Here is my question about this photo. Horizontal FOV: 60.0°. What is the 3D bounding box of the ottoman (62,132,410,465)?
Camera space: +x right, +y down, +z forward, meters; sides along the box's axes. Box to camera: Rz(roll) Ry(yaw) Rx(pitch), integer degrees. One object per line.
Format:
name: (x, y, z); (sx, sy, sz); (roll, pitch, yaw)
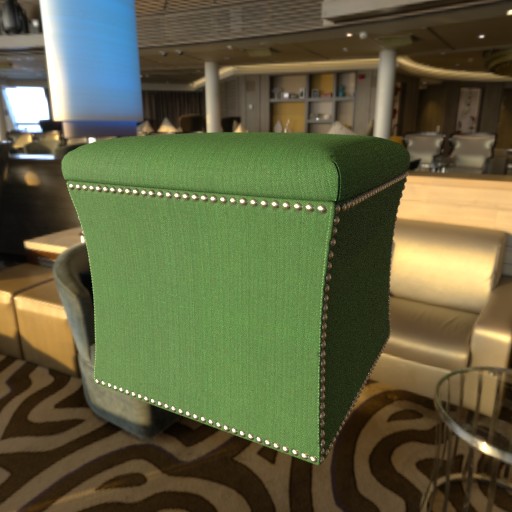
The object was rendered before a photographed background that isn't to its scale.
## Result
ottoman: (0.000, 0.000, 0.884); (0.497, 0.475, 0.507); (9, 19, 27)
